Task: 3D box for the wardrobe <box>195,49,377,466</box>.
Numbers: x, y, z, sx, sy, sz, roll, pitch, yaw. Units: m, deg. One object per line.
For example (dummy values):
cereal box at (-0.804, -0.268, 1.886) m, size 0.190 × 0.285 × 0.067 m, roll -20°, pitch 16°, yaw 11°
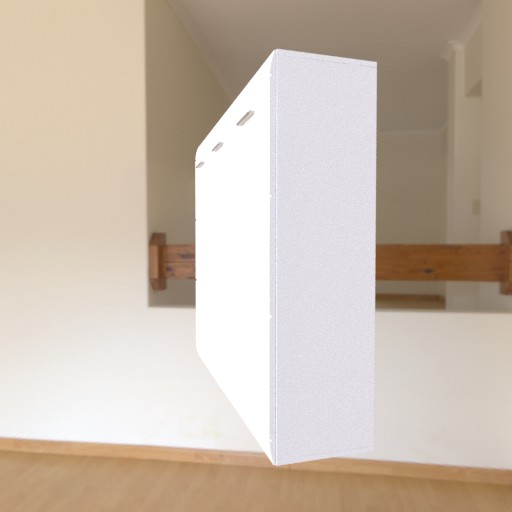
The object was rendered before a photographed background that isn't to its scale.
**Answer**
wardrobe at (0.000, 0.000, 1.940) m, size 0.360 × 1.200 × 1.340 m, roll 0°, pitch 2°, yaw -17°
